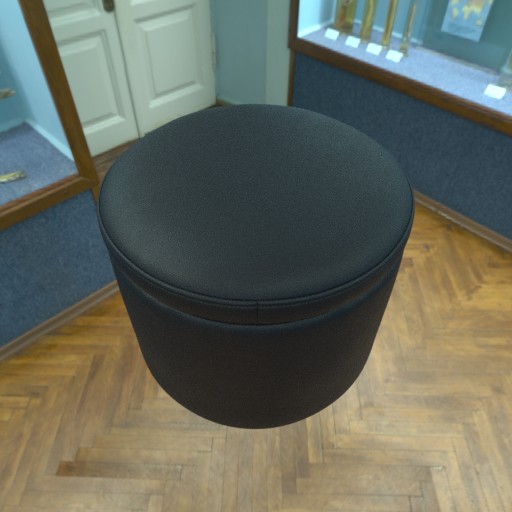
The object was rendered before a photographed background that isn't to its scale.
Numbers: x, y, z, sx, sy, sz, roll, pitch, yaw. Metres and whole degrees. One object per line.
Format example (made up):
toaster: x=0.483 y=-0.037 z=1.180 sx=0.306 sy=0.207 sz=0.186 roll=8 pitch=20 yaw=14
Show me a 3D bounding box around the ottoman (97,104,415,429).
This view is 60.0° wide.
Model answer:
ottoman: x=0.000 y=0.000 z=0.833 sx=0.501 sy=0.409 sz=0.501 roll=0 pitch=46 yaw=0
